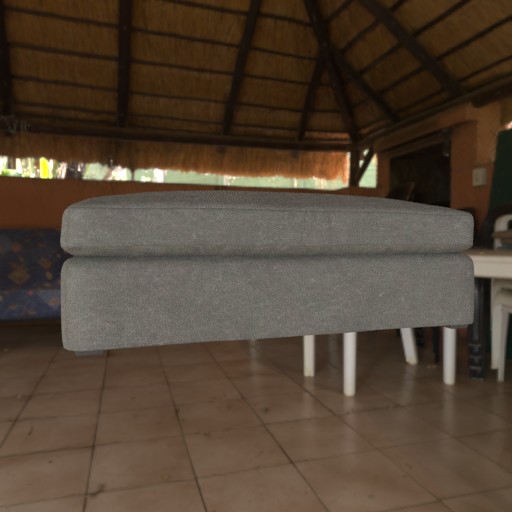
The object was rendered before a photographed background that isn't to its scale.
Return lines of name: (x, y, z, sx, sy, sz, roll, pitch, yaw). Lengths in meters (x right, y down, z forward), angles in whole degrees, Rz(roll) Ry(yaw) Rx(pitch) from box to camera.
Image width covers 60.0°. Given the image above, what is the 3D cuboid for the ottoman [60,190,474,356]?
ottoman: (0.000, 0.000, 1.562, 1.199, 0.429, 0.840, -1, 2, -17)
